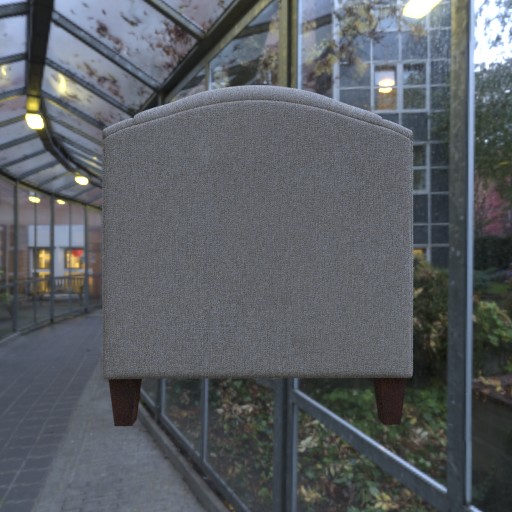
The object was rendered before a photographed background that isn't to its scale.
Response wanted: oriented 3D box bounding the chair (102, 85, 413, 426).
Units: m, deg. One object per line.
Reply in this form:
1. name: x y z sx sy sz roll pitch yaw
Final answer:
1. chair: 0.000 0.000 1.442 0.763 0.839 0.787 0 -1 -1
